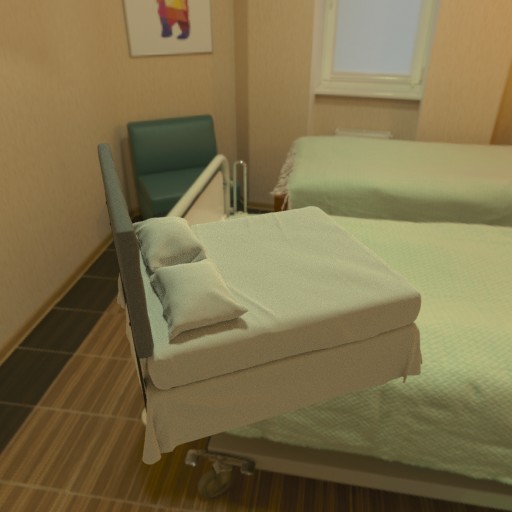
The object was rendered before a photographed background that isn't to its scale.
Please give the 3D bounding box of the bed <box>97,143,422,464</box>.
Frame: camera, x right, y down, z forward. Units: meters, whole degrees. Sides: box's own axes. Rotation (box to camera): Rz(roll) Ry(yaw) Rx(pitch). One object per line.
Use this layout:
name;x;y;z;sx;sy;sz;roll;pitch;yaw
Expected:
bed;0.000;0.000;3.509;2.222;1.577;1.936;-11;32;-17
